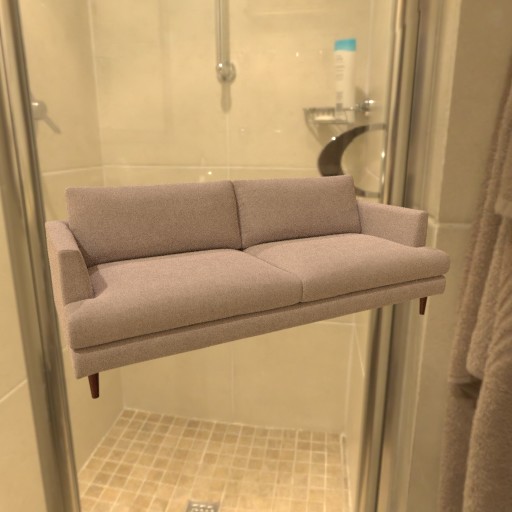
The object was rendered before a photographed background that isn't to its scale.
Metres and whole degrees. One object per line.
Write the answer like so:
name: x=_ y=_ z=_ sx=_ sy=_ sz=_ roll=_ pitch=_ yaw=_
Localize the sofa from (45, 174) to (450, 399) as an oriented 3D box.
sofa: x=0.000 y=0.000 z=2.693 sx=2.250 sy=0.868 sz=1.020 roll=-8 pitch=17 yaw=-27
